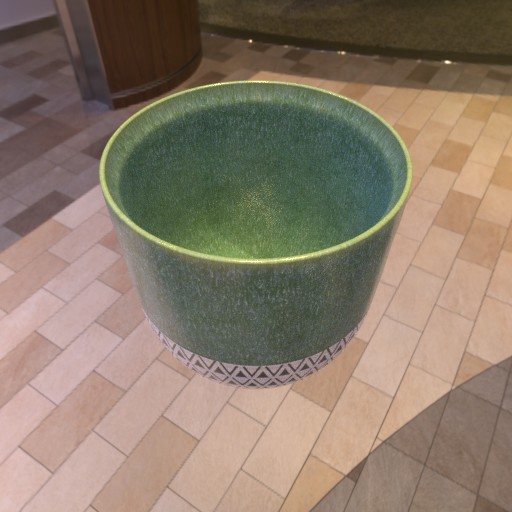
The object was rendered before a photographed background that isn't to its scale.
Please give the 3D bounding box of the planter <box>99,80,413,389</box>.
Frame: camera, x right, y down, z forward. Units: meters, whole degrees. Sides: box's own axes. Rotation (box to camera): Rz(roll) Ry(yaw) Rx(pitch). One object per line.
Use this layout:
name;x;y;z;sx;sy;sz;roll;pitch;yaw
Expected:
planter;0.000;0.000;0.483;0.266;0.270;0.266;0;47;0
